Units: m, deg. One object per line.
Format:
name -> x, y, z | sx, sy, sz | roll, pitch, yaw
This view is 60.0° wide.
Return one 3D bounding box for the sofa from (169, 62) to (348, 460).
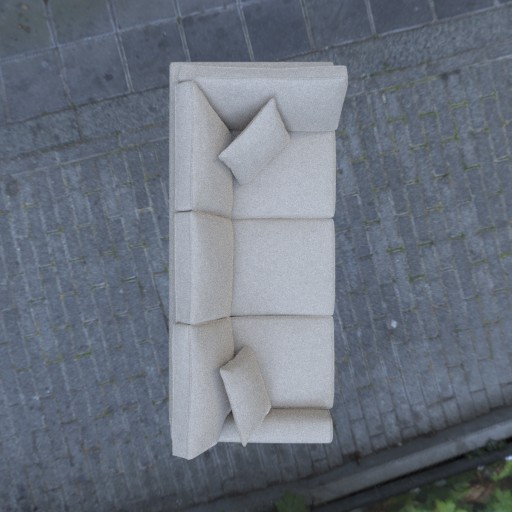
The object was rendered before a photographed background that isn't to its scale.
sofa -> 0.000, 0.000, 2.900 | 1.061, 0.962, 2.317 | 0, 90, 1
